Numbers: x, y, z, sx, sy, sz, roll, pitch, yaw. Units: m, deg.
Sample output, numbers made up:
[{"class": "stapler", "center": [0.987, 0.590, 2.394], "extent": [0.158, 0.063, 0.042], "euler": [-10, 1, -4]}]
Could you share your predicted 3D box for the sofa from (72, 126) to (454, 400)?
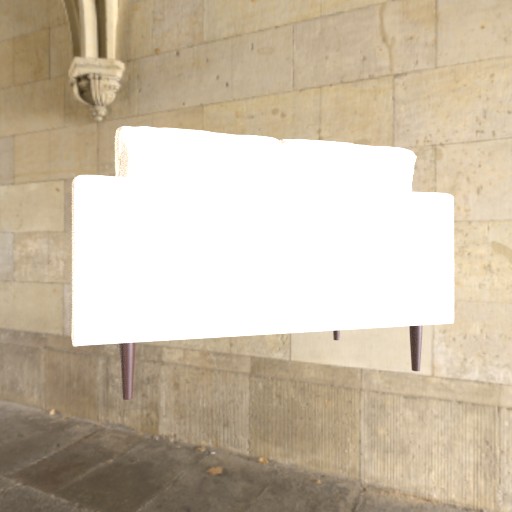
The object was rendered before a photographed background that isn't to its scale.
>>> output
[{"class": "sofa", "center": [0.000, 0.000, 1.926], "extent": [1.430, 0.908, 0.796], "euler": [0, 0, -18]}]
